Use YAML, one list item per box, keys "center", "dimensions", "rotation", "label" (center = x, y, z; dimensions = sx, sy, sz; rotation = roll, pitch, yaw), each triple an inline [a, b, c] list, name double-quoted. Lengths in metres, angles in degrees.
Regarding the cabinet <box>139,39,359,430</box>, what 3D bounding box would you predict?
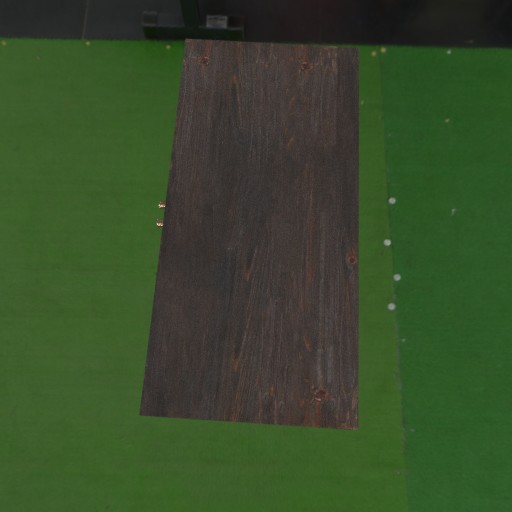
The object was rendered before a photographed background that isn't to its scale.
- center: [0.000, 0.000, 1.566]
  dimensions: [0.529, 0.897, 1.023]
  rotation: [3, 75, 1]
  label: "cabinet"
